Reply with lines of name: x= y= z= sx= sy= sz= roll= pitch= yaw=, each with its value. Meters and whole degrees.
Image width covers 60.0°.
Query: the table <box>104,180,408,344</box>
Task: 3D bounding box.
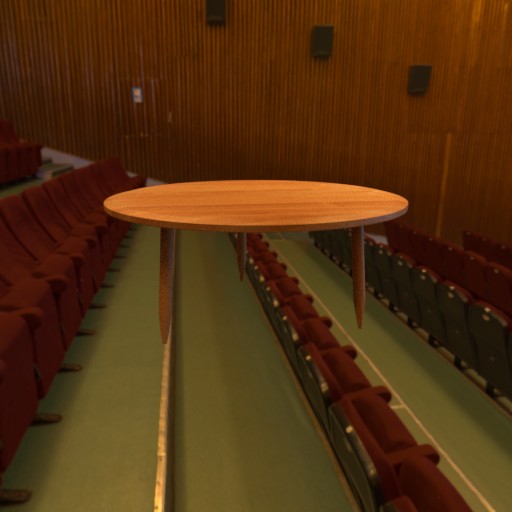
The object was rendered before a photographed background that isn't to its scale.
table: x=0.000 y=0.000 z=1.431 sx=0.900 sy=0.400 sz=0.900 roll=0 pitch=15 yaw=0
